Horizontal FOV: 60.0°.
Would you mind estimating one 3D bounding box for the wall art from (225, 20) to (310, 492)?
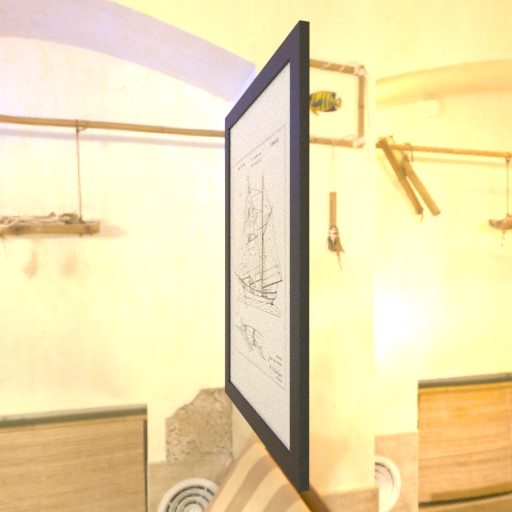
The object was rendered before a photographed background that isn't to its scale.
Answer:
[{"bbox_3d":[0.000,0.000,0.684,0.013,0.534,0.381,0,0,-17],"label":"wall art"}]
